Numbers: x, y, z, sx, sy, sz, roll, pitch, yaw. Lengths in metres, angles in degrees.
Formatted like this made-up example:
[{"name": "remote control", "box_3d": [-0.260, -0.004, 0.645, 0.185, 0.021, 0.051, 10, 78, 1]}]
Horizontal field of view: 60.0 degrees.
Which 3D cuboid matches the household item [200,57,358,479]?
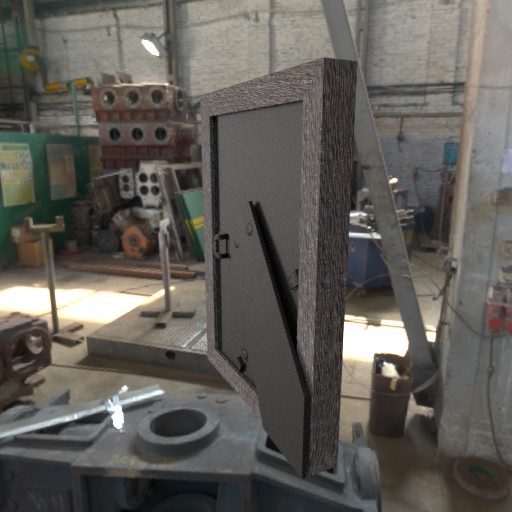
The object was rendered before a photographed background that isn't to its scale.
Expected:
[{"name": "household item", "box_3d": [0.000, 0.000, 0.244, 0.020, 0.180, 0.133, -7, 15, -26]}]
